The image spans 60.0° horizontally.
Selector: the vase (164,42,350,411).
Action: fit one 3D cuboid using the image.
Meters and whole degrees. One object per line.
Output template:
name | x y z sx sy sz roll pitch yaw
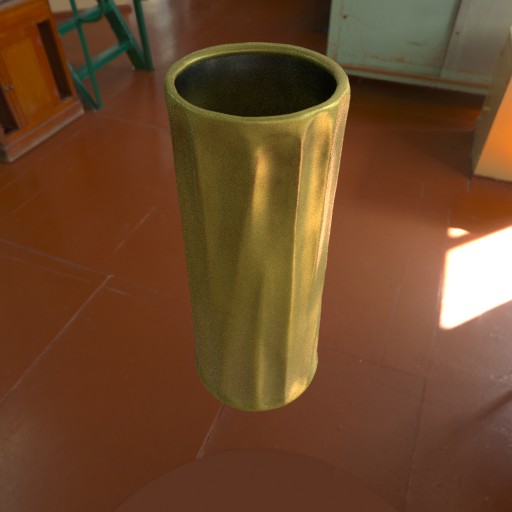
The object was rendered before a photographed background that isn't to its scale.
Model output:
vase | 0.000 0.000 0.174 0.061 0.143 0.061 0 45 0
